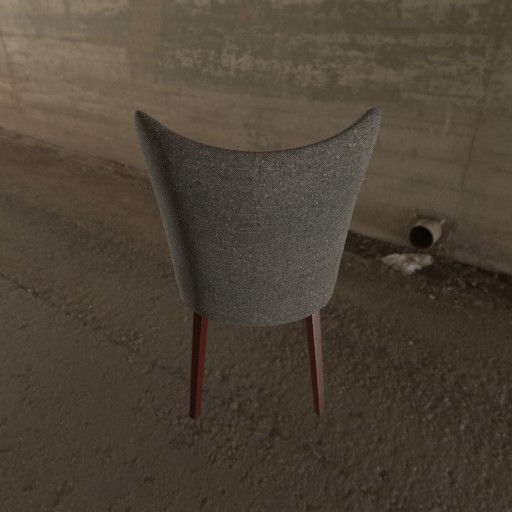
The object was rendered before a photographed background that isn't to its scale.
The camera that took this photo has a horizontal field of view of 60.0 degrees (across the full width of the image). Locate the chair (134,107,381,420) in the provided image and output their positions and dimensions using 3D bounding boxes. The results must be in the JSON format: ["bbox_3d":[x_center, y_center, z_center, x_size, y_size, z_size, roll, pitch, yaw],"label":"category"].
[{"bbox_3d":[0.000,0.000,1.326,0.535,0.924,0.623,-1,30,-1],"label":"chair"}]
